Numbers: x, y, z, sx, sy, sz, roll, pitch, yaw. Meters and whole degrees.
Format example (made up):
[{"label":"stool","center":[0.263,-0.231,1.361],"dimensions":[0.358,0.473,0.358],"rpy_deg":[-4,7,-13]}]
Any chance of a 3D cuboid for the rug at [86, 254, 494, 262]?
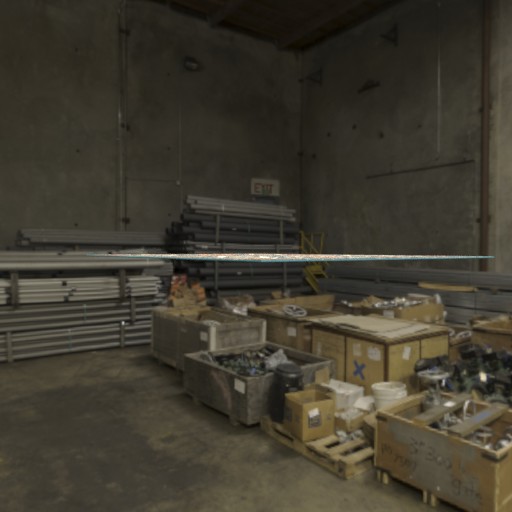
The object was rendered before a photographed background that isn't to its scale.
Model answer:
[{"label":"rug","center":[0.000,0.000,2.970],"dimensions":[1.622,0.009,2.373],"rpy_deg":[-1,1,-35]}]
